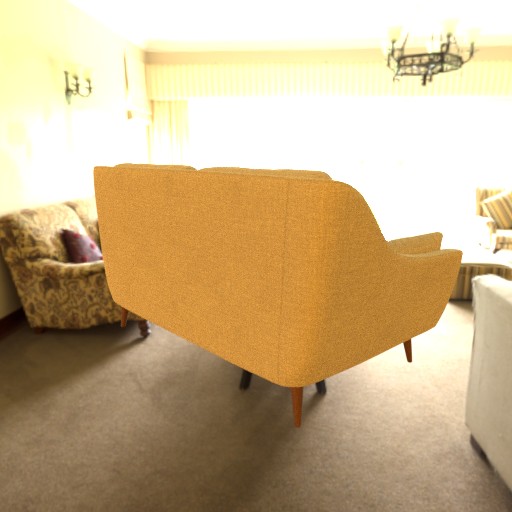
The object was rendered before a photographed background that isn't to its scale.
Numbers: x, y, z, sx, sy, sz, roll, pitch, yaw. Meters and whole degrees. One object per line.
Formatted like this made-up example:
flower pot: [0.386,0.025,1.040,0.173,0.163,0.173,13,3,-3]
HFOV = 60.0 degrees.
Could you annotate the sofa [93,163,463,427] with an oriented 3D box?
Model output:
sofa: [0.000,0.000,2.179,0.965,0.888,1.652,-13,18,-43]
